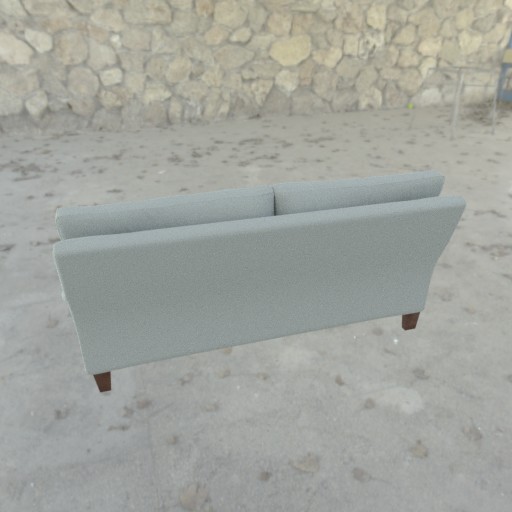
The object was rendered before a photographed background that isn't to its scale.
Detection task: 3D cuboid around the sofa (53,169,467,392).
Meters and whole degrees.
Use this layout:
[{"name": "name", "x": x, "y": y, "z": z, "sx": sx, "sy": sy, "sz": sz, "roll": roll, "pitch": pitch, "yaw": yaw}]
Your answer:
[{"name": "sofa", "x": 0.000, "y": 0.000, "z": 2.795, "sx": 2.193, "sy": 1.096, "sz": 1.069, "roll": -8, "pitch": 28, "yaw": -15}]
